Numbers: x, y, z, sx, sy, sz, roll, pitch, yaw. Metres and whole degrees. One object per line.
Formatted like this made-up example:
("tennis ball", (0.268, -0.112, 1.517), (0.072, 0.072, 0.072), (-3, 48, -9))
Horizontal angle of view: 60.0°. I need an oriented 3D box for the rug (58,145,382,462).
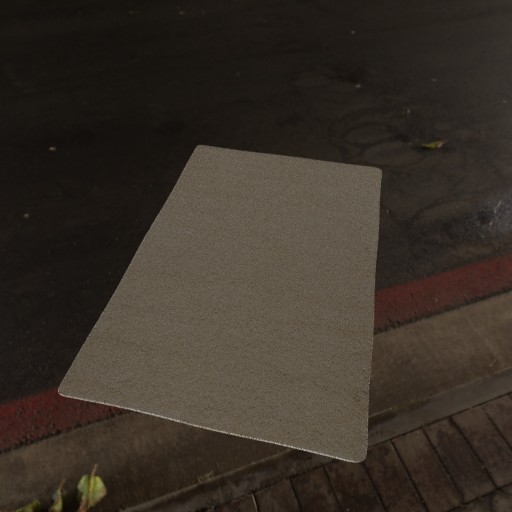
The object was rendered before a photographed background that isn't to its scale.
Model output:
("rug", (0.000, 0.000, 3.370), (1.798, 0.025, 2.698), (9, 47, 9))
